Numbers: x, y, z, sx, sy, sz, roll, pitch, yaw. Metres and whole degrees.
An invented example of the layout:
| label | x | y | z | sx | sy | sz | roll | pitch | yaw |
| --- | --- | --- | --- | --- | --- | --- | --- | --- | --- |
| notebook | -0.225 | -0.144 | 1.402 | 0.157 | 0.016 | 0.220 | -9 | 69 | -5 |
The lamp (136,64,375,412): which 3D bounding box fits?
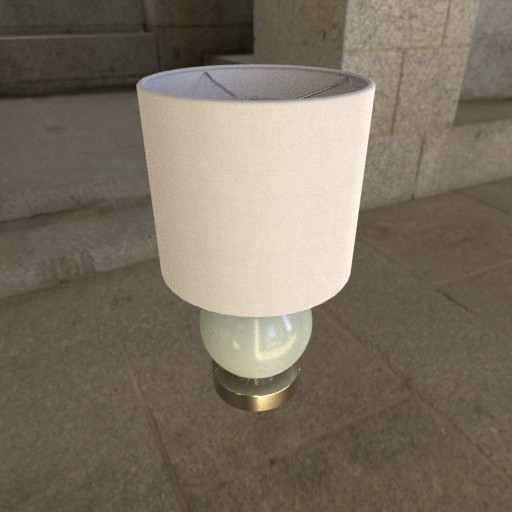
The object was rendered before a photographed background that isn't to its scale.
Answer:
| label | x | y | z | sx | sy | sz | roll | pitch | yaw |
| --- | --- | --- | --- | --- | --- | --- | --- | --- | --- |
| lamp | 0.000 | 0.000 | 0.470 | 0.201 | 0.353 | 0.201 | 18 | 35 | 28 |
